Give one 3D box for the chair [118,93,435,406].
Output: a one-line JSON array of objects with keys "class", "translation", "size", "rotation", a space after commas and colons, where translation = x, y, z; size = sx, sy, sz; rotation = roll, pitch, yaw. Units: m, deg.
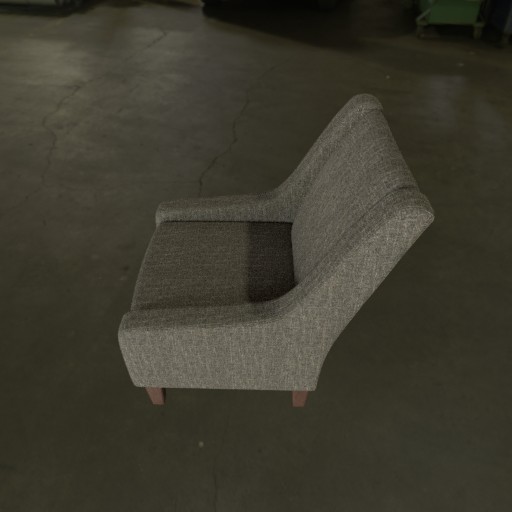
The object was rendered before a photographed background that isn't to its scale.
[{"class": "chair", "translation": [0.000, 0.000, 1.748], "size": [0.944, 1.012, 0.793], "rotation": [1, 41, 1]}]
